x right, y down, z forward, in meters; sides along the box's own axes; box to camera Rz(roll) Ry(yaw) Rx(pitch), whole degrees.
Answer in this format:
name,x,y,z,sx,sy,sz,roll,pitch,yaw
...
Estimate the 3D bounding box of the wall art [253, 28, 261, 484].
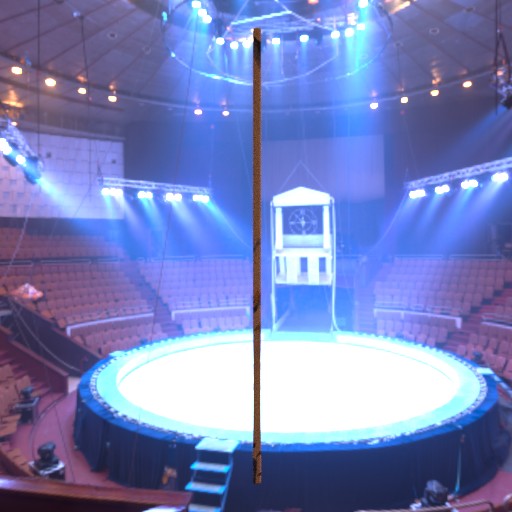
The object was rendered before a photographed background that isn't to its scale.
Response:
name,x,y,z,sx,sy,sz,roll,pitch,yaw
wall art,0.000,0.000,1.188,0.016,0.914,0.610,0,0,0
